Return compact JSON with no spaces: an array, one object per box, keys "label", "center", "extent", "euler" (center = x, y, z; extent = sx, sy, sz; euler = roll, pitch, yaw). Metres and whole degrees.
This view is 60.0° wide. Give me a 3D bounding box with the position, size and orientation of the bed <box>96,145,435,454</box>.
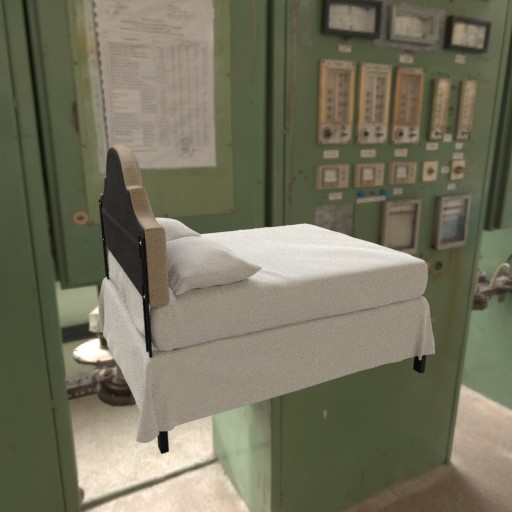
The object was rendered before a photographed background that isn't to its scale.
[{"label":"bed","center":[0.000,0.000,3.326],"extent":[2.222,1.634,1.780],"euler":[-7,17,-25]}]
